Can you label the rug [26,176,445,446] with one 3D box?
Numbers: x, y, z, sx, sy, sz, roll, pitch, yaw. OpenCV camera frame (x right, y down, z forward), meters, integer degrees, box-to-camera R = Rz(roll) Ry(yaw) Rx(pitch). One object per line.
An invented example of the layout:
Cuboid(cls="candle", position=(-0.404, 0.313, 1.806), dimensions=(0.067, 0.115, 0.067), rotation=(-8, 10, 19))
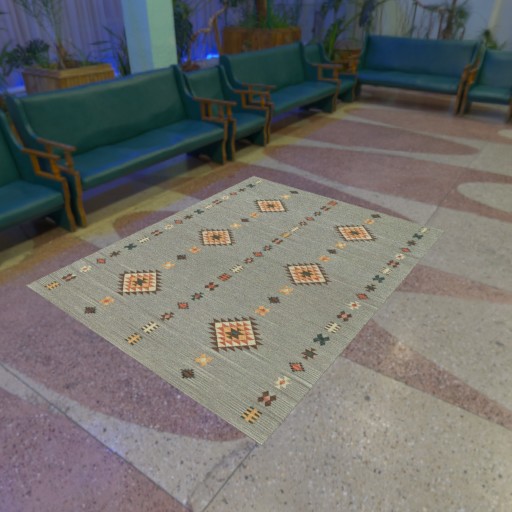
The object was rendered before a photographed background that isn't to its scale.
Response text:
Cuboid(cls="rug", position=(0.000, 0.000, 4.032), dimensions=(2.425, 0.008, 3.035), rotation=(22, 38, 31))
